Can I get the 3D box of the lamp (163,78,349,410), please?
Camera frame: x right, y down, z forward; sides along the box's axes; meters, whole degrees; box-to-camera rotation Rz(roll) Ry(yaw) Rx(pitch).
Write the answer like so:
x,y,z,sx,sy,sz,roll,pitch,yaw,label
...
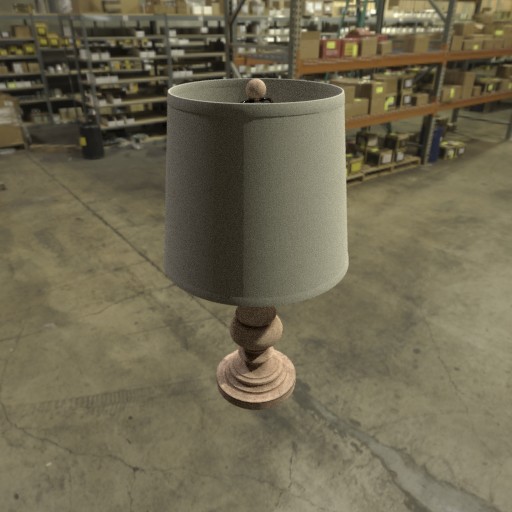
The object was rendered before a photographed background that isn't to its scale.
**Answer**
x,y,z,sx,sy,sz,roll,pitch,yaw,label
0.000,0.000,0.665,0.273,0.497,0.273,0,28,0,lamp
